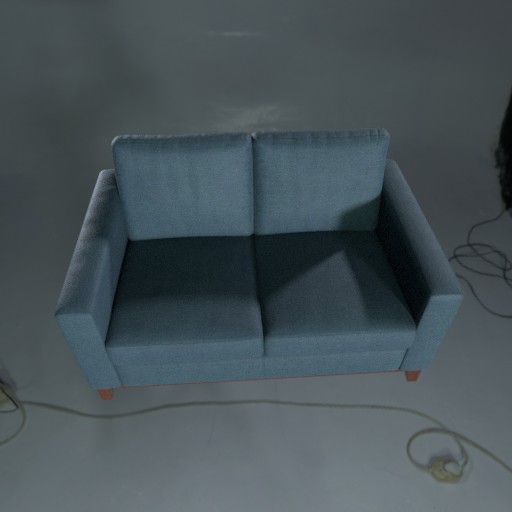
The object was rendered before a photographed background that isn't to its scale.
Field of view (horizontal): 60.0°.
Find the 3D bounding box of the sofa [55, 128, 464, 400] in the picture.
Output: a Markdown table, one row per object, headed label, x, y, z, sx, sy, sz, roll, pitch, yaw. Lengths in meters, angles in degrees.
| label | x | y | z | sx | sy | sz | roll | pitch | yaw |
| --- | --- | --- | --- | --- | --- | --- | --- | --- | --- |
| sofa | 0.000 | 0.000 | 2.025 | 1.489 | 0.903 | 0.955 | -3 | 45 | -3 |
